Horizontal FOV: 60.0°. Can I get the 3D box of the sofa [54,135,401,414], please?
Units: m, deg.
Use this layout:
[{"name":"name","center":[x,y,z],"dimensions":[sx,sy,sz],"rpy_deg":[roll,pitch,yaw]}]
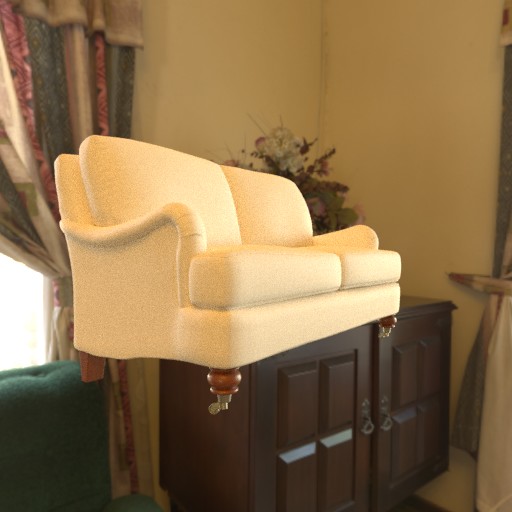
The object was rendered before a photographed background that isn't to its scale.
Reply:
[{"name":"sofa","center":[0.000,0.000,2.469],"dimensions":[1.084,1.101,1.853],"rpy_deg":[0,1,36]}]
